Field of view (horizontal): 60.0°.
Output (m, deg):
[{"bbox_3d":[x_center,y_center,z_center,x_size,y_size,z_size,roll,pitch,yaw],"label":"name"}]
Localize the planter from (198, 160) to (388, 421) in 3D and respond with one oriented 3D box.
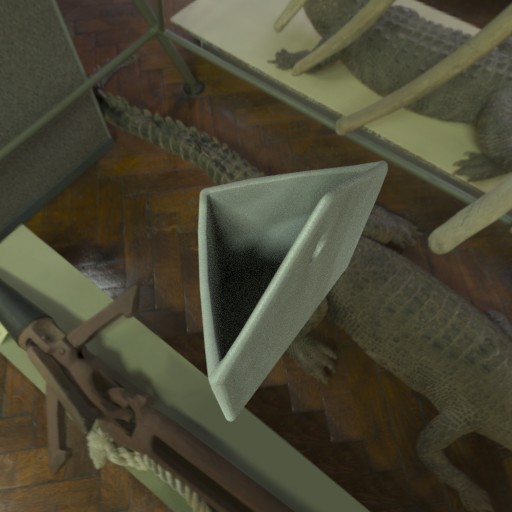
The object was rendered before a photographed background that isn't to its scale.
[{"bbox_3d":[0.000,0.000,0.278,0.080,0.194,0.163,34,68,16],"label":"planter"}]
